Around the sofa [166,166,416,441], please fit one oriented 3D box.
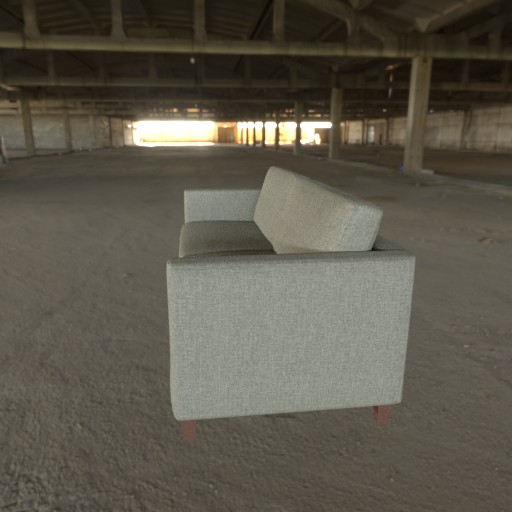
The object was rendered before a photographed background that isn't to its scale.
[{"bbox_3d":[0.000,0.000,2.696,0.956,0.960,2.208,-2,15,-7],"label":"sofa"}]
